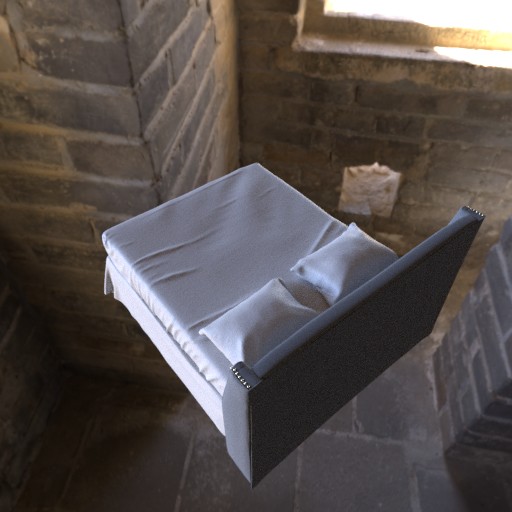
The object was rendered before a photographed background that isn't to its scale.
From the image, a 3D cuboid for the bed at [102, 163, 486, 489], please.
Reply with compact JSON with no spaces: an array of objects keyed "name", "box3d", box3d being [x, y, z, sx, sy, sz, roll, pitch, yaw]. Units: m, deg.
[{"name":"bed","box3d":[0.000,0.000,3.423,1.925,1.332,2.276,-30,52,-26]}]
